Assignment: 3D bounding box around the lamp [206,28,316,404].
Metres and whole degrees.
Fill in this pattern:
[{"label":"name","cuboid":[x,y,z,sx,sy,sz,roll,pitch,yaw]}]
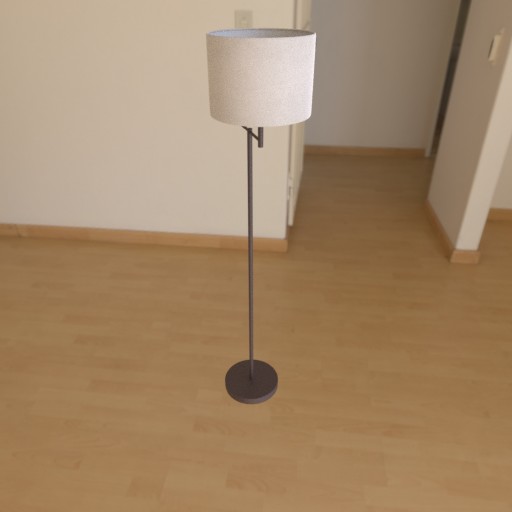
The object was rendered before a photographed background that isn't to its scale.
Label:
[{"label":"lamp","cuboid":[0.000,0.000,1.762,0.324,1.600,0.416,-10,33,-16]}]
